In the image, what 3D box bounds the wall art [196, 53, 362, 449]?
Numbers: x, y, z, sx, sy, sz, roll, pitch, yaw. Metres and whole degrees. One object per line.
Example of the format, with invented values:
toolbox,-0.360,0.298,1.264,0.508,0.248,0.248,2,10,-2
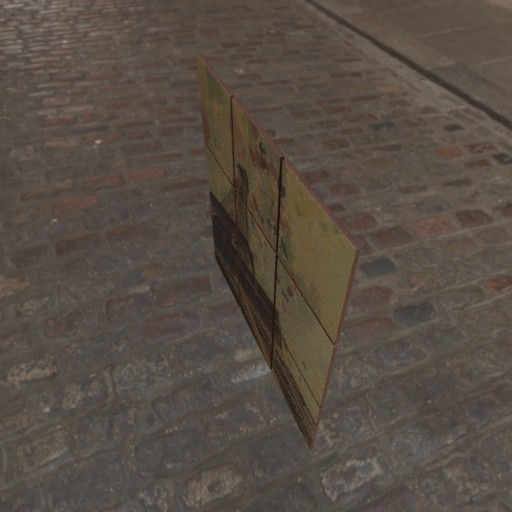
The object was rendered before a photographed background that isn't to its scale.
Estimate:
wall art,0.000,0.000,1.905,0.017,1.246,1.256,-17,48,-16
